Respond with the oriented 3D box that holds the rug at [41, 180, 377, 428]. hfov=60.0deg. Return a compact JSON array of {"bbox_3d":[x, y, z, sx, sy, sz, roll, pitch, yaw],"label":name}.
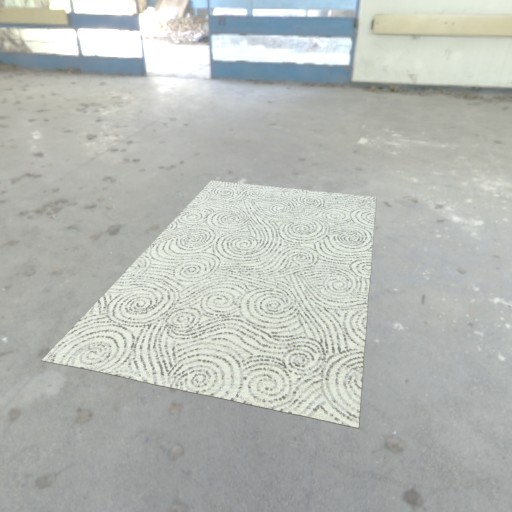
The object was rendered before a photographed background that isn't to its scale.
[{"bbox_3d":[0.000,0.000,2.999,1.524,0.005,2.439,8,32,13],"label":"rug"}]
